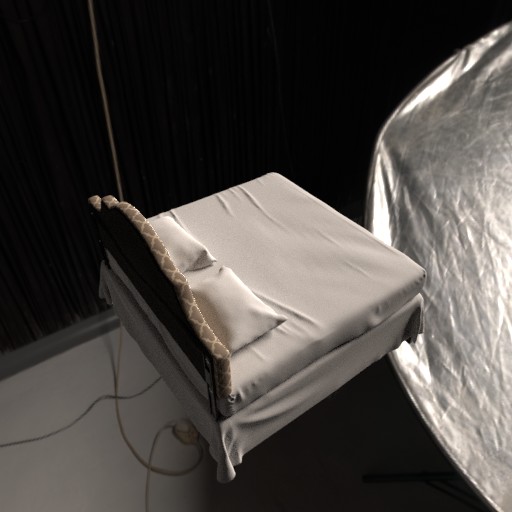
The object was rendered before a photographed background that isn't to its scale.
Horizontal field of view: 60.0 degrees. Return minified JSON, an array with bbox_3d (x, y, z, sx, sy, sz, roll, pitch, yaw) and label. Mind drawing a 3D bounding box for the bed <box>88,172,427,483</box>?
[{"bbox_3d":[0.000,0.000,3.692,2.222,1.601,2.314,-25,46,-27],"label":"bed"}]
